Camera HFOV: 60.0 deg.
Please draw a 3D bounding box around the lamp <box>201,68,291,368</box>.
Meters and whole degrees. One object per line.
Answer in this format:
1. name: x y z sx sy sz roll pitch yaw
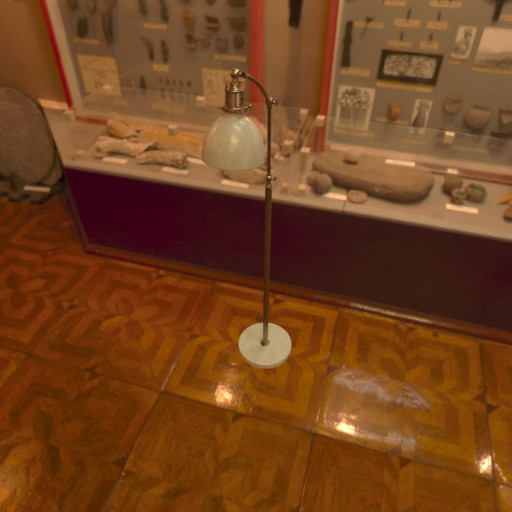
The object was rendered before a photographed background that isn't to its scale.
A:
1. lamp: 0.000 0.000 1.803 0.288 1.586 0.599 12 43 14
